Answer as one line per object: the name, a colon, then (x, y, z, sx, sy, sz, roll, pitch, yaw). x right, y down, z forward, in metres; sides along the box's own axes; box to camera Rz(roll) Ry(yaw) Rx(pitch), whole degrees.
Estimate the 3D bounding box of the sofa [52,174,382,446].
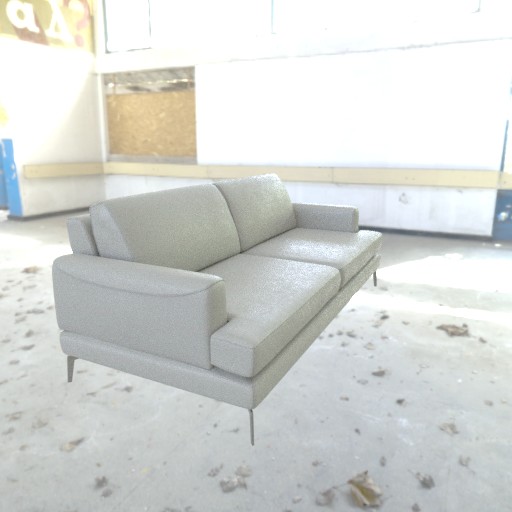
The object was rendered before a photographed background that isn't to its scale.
sofa: (0.000, 0.000, 2.403, 0.974, 0.765, 1.940, 7, 16, 26)
